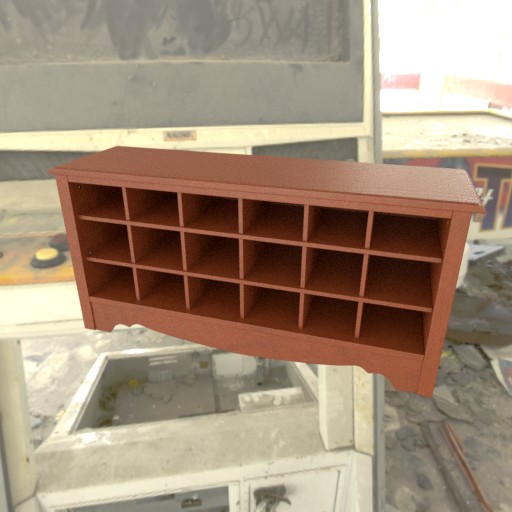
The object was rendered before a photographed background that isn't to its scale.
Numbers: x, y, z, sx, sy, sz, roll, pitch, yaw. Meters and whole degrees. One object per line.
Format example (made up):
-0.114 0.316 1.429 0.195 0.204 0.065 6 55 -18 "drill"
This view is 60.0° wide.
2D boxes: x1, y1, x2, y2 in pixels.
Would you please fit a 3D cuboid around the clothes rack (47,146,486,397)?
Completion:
0.000 0.000 1.489 1.251 0.594 0.362 8 26 16 "clothes rack"
